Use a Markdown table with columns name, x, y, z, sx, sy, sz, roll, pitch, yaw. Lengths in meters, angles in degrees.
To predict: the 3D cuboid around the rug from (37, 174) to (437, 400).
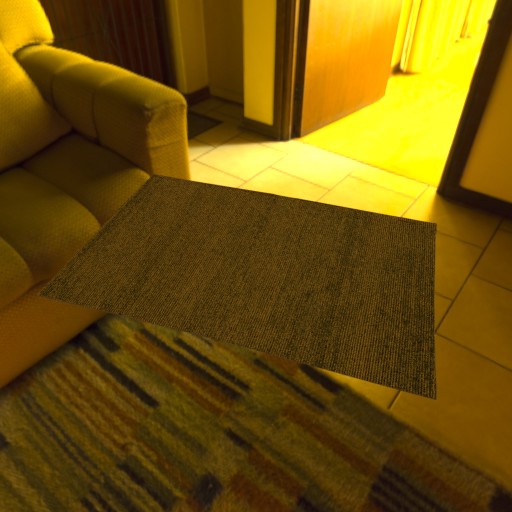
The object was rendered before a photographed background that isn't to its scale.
| name | x | y | z | sx | sy | sz | roll | pitch | yaw |
| --- | --- | --- | --- | --- | --- | --- | --- | --- | --- |
| rug | 0.000 | 0.000 | 2.262 | 1.777 | 0.021 | 1.145 | 12 | 42 | 13 |
